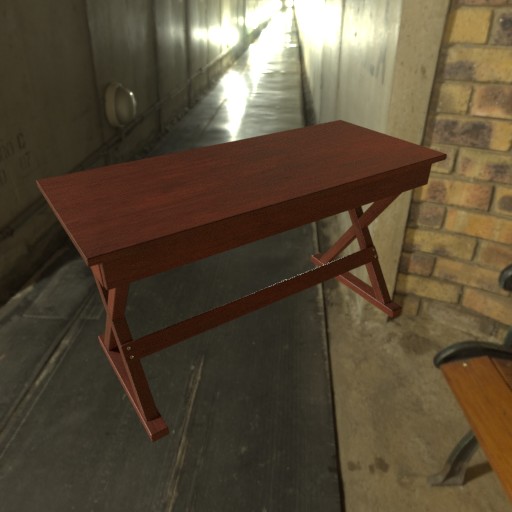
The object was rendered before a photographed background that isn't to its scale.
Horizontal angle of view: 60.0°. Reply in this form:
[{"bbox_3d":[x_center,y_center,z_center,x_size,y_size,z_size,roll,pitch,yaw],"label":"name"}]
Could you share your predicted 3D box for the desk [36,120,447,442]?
[{"bbox_3d":[0.000,0.000,1.795,1.372,0.761,0.600,-19,37,-28],"label":"desk"}]
